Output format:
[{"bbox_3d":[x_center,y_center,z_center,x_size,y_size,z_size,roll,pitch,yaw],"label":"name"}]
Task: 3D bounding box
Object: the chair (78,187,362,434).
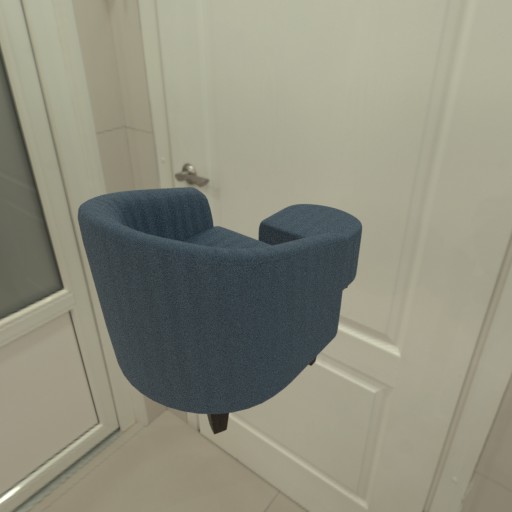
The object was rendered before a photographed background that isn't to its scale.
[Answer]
[{"bbox_3d":[0.000,0.000,1.758,0.756,0.757,1.288,22,36,32],"label":"chair"}]
